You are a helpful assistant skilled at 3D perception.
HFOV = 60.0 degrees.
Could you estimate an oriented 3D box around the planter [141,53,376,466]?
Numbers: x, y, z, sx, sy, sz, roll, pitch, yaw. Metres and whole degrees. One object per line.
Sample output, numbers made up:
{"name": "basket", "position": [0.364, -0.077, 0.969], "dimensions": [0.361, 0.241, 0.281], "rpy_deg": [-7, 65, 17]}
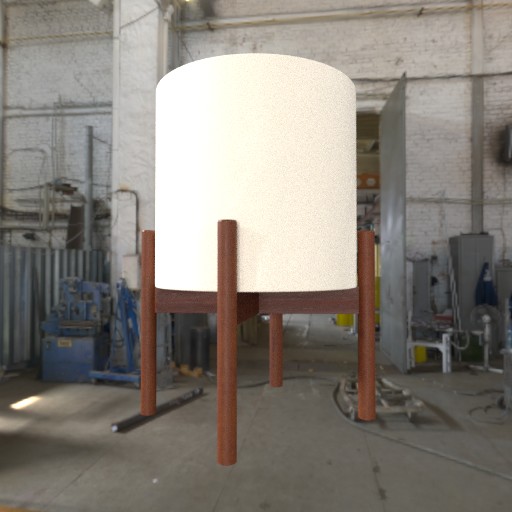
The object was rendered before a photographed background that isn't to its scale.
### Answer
{"name": "planter", "position": [0.000, 0.000, 0.942], "dimensions": [0.417, 0.670, 0.417], "rpy_deg": [1, -1, -37]}
